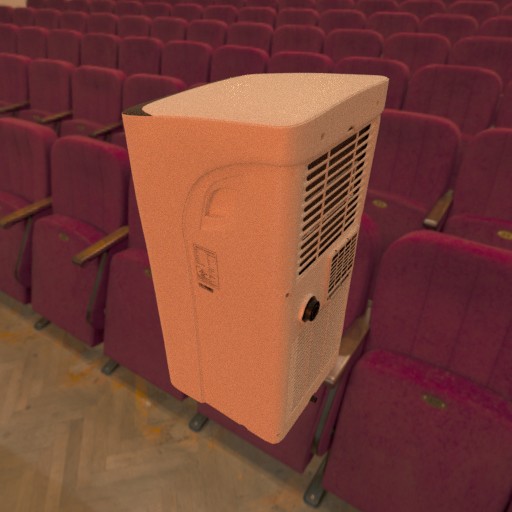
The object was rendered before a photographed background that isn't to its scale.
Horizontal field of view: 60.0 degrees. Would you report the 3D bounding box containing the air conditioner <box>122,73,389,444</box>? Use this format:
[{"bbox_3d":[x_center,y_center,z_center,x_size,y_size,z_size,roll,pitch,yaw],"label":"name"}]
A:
[{"bbox_3d":[0.000,0.000,0.933,0.369,0.716,0.352,20,39,28],"label":"air conditioner"}]
